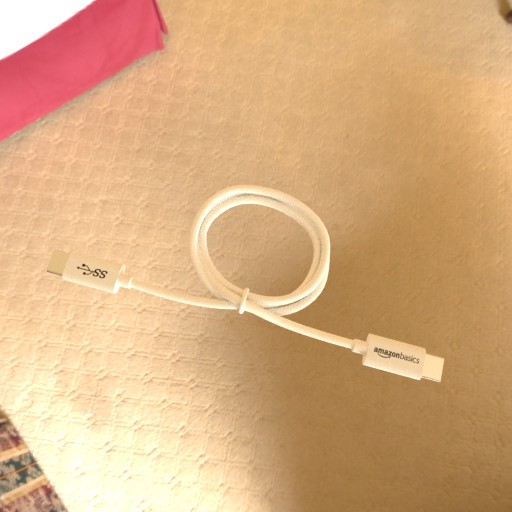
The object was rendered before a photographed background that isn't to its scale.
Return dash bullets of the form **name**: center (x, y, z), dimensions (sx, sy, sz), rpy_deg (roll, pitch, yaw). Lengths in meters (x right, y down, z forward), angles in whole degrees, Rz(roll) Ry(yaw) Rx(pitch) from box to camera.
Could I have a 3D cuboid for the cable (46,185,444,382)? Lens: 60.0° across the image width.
- **cable**: center (0.000, 0.000, 0.206), dimensions (0.186, 0.014, 0.070), rpy_deg (15, 77, 4)
